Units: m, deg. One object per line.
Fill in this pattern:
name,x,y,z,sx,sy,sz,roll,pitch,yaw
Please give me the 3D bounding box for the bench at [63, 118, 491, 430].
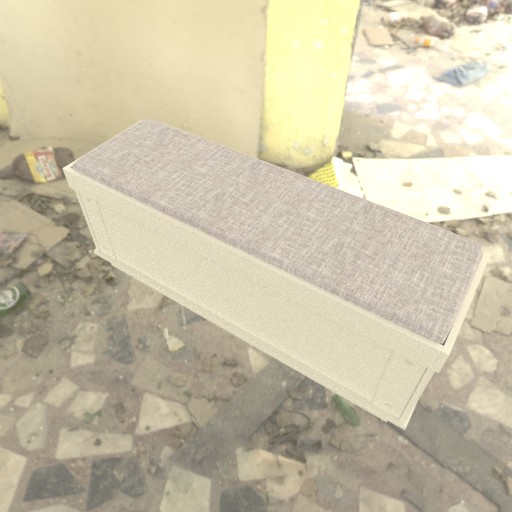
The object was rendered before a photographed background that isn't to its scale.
bench,0.000,0.000,1.397,1.196,0.453,0.363,26,51,22
